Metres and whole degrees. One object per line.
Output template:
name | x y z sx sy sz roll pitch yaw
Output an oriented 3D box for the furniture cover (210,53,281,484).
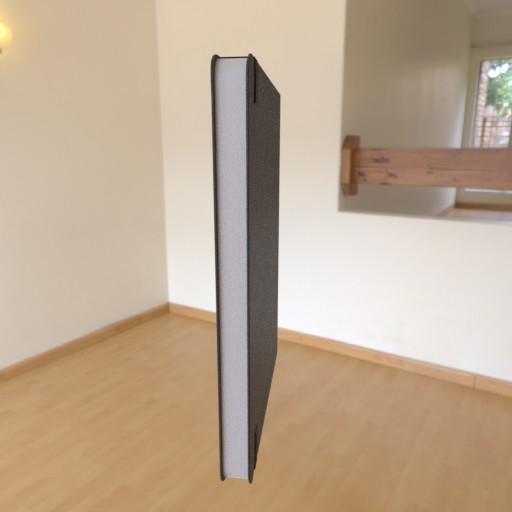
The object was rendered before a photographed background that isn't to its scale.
furniture cover | 0.000 0.000 0.374 0.023 0.281 0.216 2 14 7
